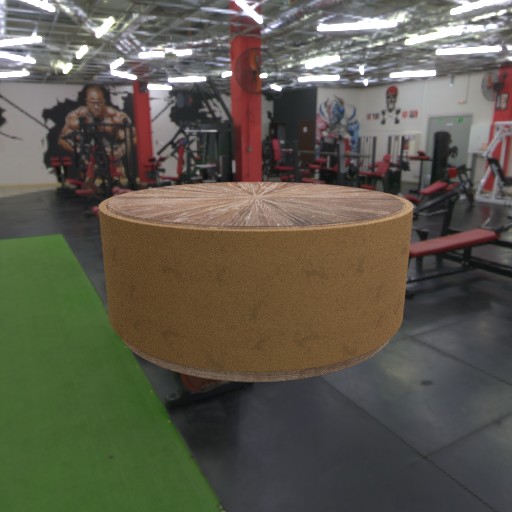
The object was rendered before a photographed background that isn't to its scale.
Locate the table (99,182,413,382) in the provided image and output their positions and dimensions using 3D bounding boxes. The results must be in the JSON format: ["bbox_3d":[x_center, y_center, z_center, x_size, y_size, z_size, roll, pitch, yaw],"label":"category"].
[{"bbox_3d":[0.000,0.000,1.541,1.001,0.409,1.001,0,16,0],"label":"table"}]
